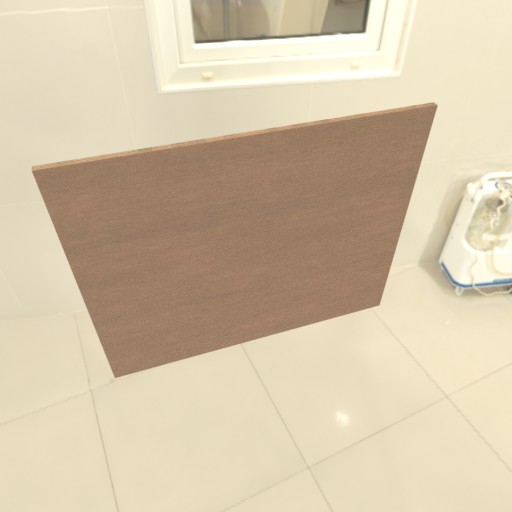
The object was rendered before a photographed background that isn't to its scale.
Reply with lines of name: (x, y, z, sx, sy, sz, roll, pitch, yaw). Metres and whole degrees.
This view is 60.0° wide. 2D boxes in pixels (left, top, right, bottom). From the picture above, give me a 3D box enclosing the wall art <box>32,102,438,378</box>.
wall art: (0.000, 0.000, 0.674, 0.508, 0.408, 0.010, -13, 45, -13)
